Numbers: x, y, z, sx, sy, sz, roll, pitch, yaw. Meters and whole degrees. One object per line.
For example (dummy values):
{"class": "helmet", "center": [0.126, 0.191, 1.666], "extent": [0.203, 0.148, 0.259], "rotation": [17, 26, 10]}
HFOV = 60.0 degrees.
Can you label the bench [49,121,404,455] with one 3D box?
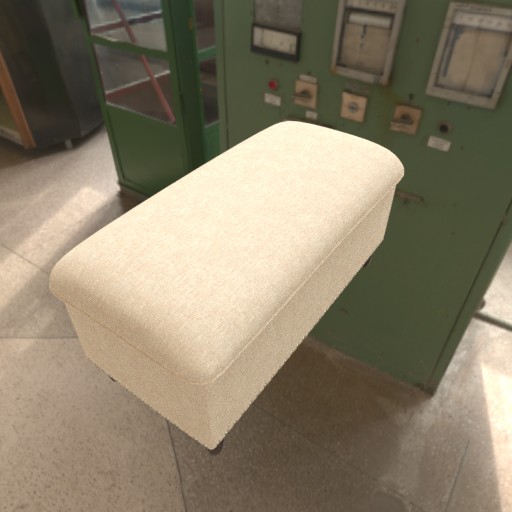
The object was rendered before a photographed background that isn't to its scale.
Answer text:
{"class": "bench", "center": [0.000, 0.000, 1.271], "extent": [0.483, 0.483, 0.991], "rotation": [25, 46, 26]}
